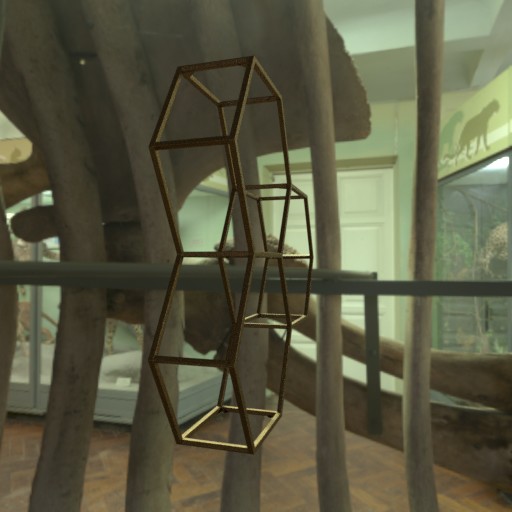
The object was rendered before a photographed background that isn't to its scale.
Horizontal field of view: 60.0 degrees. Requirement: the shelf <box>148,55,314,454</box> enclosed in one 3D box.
[{"bbox_3d":[0.000,0.000,1.041,0.150,0.701,0.708,0,-1,17],"label":"shelf"}]
